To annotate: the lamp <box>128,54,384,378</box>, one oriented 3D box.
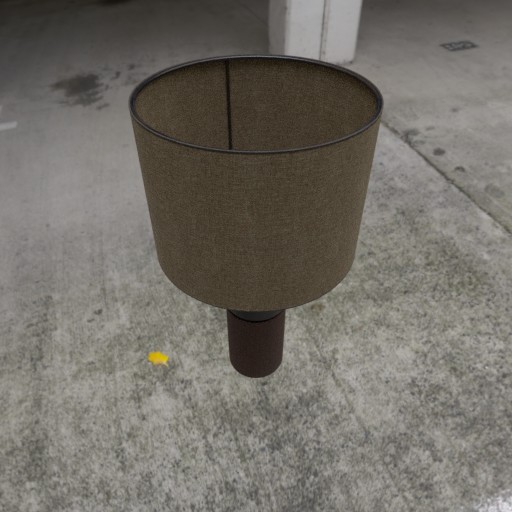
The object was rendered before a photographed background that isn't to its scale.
[{"bbox_3d":[0.000,0.000,0.472,0.202,0.350,0.202,0,41,0],"label":"lamp"}]
